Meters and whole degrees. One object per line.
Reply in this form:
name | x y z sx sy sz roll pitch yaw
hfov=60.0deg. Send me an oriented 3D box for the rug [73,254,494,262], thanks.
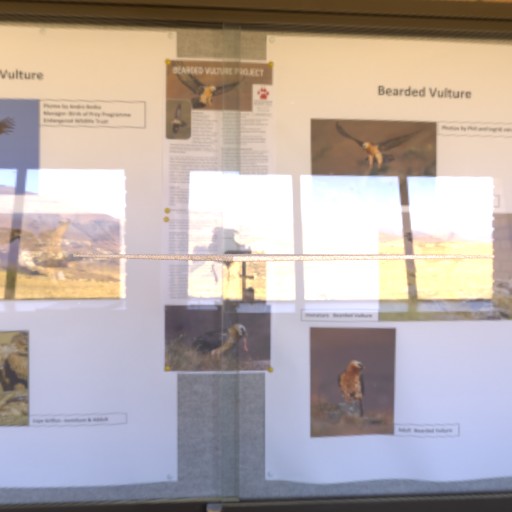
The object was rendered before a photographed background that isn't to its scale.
rug | 0.000 0.000 3.957 2.400 0.025 3.000 0 1 -36
